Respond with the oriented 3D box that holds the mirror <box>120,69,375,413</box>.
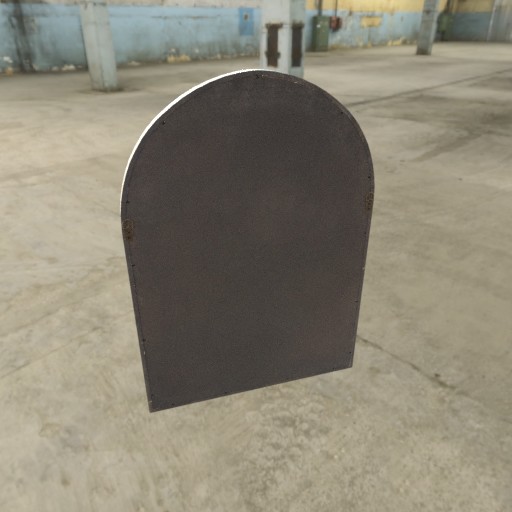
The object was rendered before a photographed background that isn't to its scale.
[{"bbox_3d":[0.000,0.000,1.183,0.660,0.920,0.032,-8,28,-15],"label":"mirror"}]
